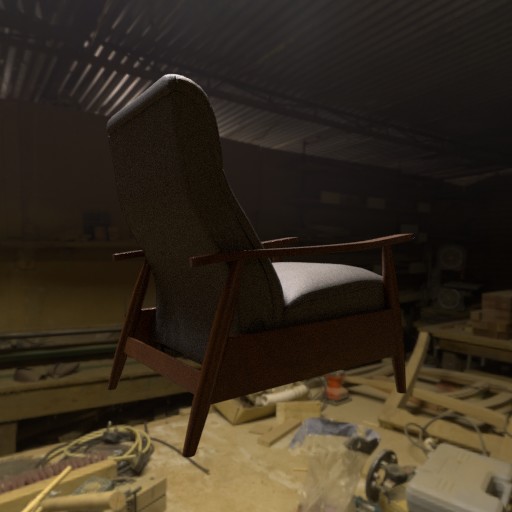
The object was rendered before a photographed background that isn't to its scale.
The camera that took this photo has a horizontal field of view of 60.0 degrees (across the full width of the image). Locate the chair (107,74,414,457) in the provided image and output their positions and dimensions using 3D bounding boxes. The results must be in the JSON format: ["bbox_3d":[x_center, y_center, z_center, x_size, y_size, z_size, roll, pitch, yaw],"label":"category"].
[{"bbox_3d":[0.000,0.000,1.777,1.014,1.081,0.762,-1,1,-35],"label":"chair"}]
